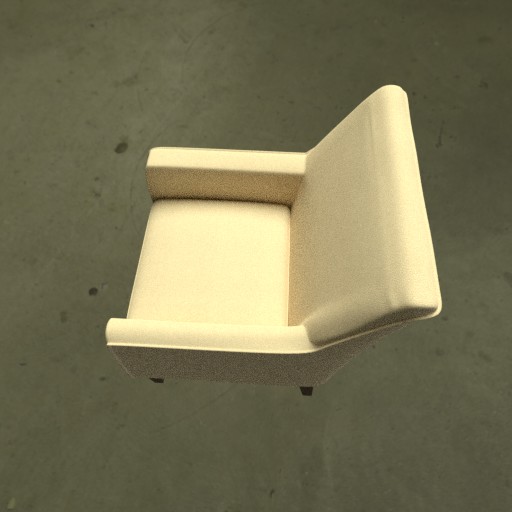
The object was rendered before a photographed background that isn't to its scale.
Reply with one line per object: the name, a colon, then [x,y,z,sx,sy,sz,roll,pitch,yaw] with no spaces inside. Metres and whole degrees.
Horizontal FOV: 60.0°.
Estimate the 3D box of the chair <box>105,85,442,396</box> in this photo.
chair: [0.000,0.000,1.577,0.899,0.919,0.780,3,59,2]
